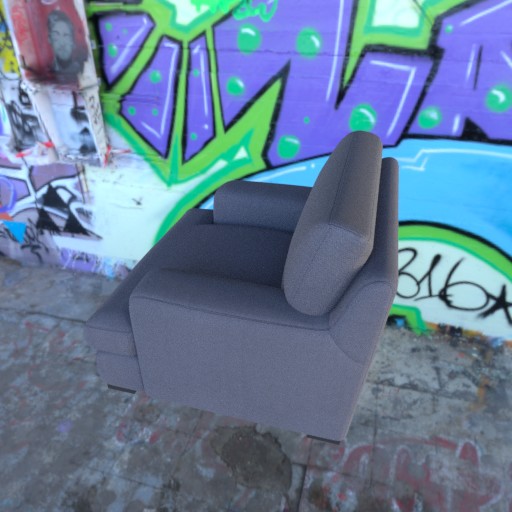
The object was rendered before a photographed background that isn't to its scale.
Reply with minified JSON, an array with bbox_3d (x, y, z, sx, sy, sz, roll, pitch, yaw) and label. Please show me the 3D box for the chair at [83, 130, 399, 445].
[{"bbox_3d":[0.000,0.000,1.997,1.143,0.940,1.168,8,33,13],"label":"chair"}]
